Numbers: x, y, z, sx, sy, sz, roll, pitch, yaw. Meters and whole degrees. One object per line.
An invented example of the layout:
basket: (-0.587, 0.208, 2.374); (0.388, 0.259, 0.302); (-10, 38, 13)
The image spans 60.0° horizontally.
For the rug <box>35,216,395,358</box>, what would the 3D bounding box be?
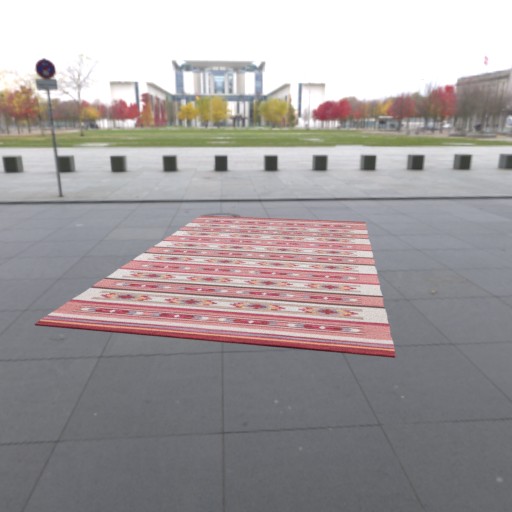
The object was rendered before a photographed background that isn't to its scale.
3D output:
rug: (0.000, 0.000, 2.950); (1.535, 0.010, 2.431); (3, 17, 10)
